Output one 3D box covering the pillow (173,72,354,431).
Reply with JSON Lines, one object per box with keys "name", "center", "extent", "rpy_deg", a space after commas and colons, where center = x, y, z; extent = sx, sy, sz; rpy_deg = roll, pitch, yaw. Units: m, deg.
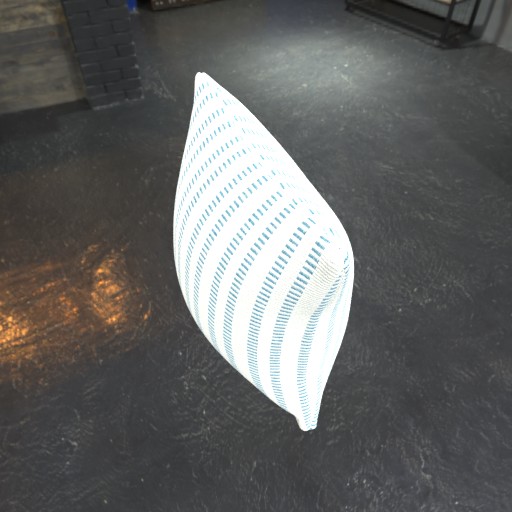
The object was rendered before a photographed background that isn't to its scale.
{"name": "pillow", "center": [0.000, 0.000, 0.705], "extent": [0.247, 0.419, 0.438], "rpy_deg": [-18, 50, -16]}
